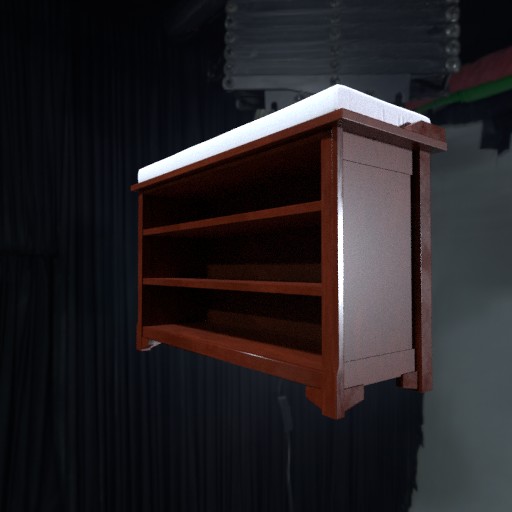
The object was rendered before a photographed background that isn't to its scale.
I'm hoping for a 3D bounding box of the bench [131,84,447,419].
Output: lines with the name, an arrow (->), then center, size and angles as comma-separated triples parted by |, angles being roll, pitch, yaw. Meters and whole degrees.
bench -> 0.000, 0.000, 1.312 | 0.369, 0.646, 0.987 | 1, -2, -38
